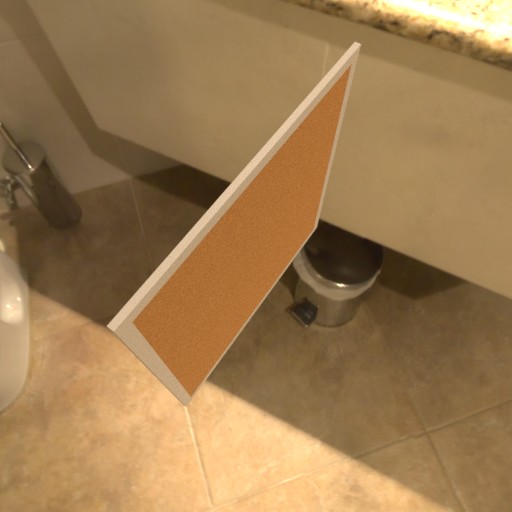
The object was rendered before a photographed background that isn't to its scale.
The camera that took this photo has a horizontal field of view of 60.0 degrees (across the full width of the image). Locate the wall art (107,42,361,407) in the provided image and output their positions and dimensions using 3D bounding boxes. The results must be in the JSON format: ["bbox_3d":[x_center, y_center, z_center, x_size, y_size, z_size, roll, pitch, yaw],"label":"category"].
[{"bbox_3d":[0.000,0.000,0.682,0.009,0.457,0.456,32,67,15],"label":"wall art"}]
